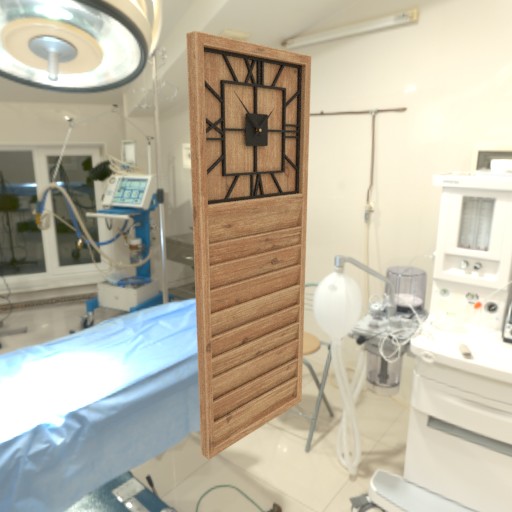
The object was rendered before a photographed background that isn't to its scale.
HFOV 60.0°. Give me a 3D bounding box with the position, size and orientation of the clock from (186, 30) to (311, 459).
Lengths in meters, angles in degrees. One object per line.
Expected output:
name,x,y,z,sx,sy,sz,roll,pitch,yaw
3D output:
clock,0.000,0.000,1.105,0.030,0.965,0.361,14,20,43
